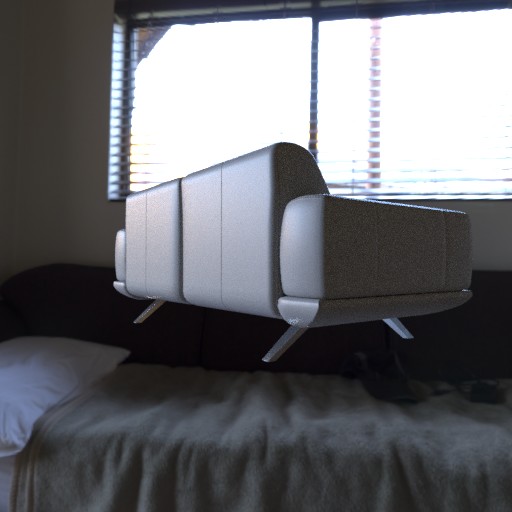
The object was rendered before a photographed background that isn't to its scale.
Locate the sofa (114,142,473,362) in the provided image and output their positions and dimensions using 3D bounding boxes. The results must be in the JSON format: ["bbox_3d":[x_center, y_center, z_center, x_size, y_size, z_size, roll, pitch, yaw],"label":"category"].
[{"bbox_3d":[0.000,0.000,2.337,0.900,0.772,1.901,1,-1,-36],"label":"sofa"}]
